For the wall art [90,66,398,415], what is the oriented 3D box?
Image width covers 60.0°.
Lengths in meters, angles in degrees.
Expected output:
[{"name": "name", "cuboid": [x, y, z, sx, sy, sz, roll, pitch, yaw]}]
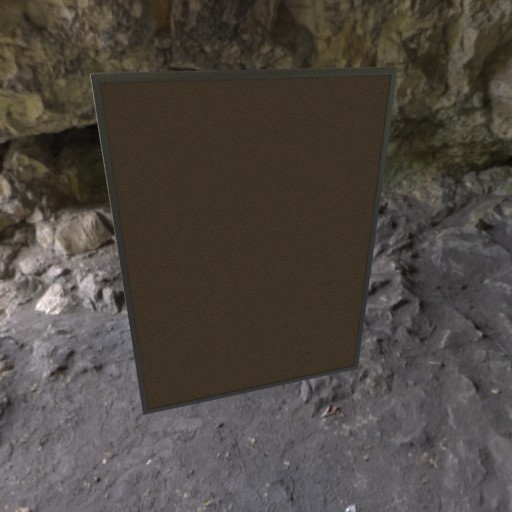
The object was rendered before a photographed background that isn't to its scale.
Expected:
[{"name": "wall art", "cuboid": [0.000, 0.000, 1.371, 0.803, 1.062, 0.041, -8, 28, -15]}]
